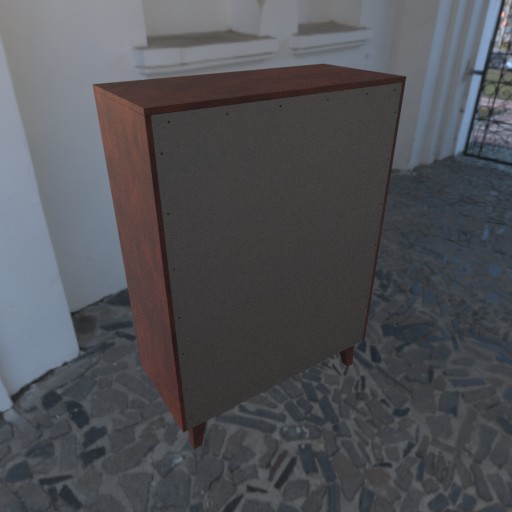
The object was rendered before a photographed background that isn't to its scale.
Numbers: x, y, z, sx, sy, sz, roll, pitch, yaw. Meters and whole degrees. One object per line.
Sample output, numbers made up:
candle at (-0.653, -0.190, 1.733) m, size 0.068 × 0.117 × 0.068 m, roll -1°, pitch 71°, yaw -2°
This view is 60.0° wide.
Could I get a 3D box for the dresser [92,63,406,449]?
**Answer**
dresser at (0.000, 0.000, 2.028) m, size 1.072 × 1.514 × 0.506 m, roll -18°, pitch 35°, yaw -29°
